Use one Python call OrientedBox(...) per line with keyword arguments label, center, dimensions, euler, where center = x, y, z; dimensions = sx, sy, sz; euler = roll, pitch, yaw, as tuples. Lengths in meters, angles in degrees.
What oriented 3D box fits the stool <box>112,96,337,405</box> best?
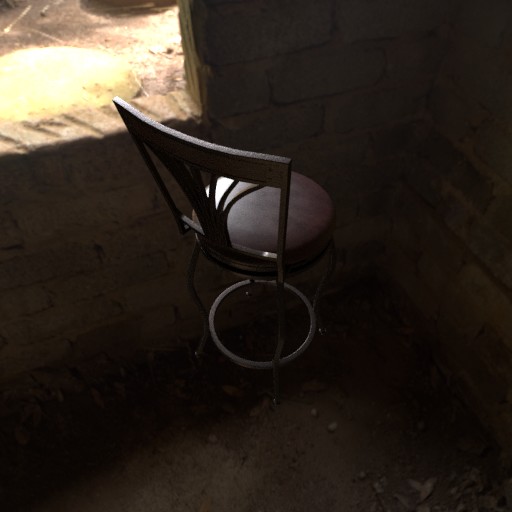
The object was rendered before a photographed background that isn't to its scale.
OrientedBox(label="stool", center=(0.000, 0.000, 1.392), dimensions=(0.433, 1.117, 0.514), euler=(25, 51, 22))
